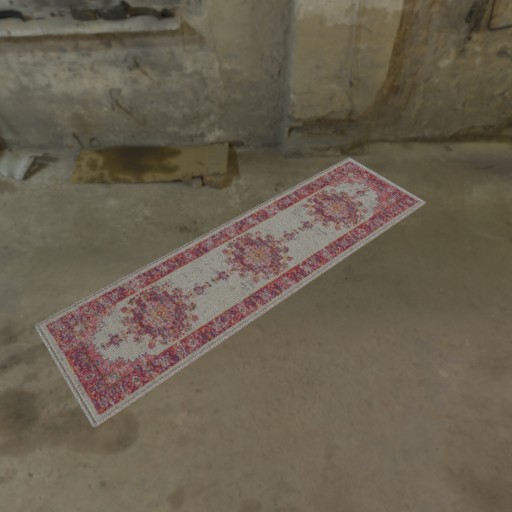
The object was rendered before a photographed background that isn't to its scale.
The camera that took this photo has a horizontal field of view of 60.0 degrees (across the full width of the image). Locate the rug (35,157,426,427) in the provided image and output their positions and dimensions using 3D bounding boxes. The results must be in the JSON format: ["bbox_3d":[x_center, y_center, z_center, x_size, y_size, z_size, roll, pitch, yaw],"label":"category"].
[{"bbox_3d":[0.000,0.000,2.518,2.294,0.011,0.666,-31,54,-26],"label":"rug"}]
